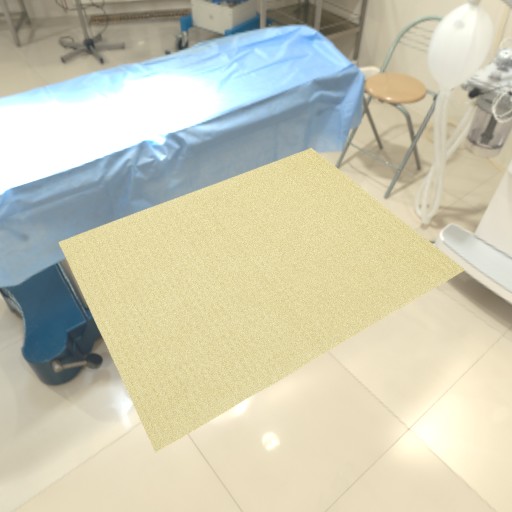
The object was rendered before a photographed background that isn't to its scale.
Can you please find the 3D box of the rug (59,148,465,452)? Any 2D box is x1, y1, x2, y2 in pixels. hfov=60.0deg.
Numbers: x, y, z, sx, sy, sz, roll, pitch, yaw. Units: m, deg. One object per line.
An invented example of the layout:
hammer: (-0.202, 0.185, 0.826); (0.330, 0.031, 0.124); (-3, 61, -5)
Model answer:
rug: (0.000, 0.000, 4.374); (3.204, 0.016, 2.452); (-25, 52, -21)
